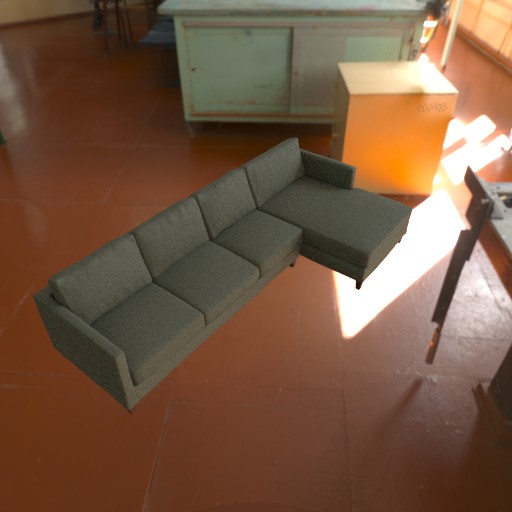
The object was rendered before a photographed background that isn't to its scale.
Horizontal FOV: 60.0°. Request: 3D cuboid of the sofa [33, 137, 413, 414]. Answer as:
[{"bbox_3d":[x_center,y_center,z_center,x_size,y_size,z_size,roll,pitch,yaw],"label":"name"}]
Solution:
[{"bbox_3d":[0.000,0.000,3.912,1.625,0.861,3.186,26,46,28],"label":"sofa"}]
